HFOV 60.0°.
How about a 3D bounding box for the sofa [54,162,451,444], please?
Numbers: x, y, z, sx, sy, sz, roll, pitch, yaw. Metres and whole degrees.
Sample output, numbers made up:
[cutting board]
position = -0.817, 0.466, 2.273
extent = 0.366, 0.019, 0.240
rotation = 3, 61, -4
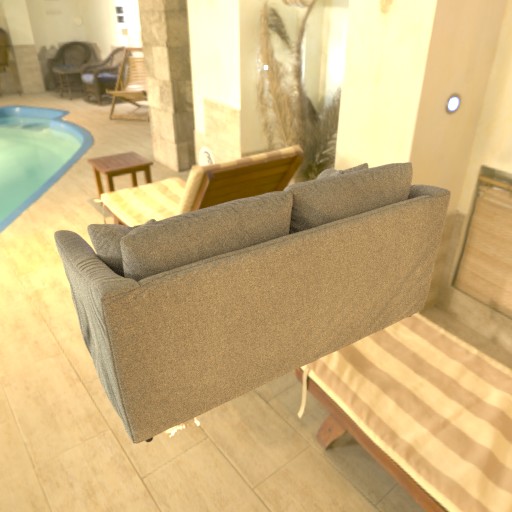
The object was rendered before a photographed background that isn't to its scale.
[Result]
[sofa]
position = 0.000, 0.000, 2.607
extent = 2.010, 1.018, 1.072
rotation = -17, 34, -28
